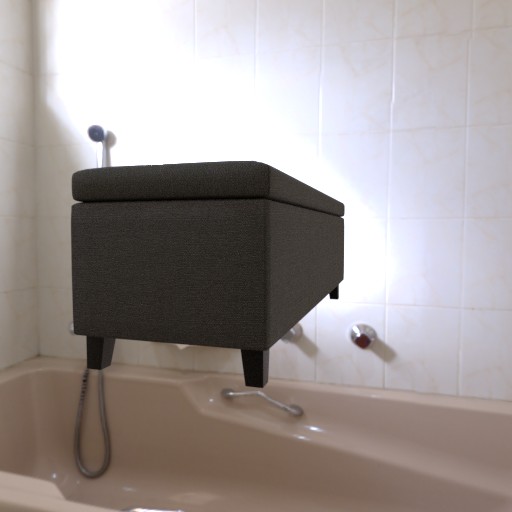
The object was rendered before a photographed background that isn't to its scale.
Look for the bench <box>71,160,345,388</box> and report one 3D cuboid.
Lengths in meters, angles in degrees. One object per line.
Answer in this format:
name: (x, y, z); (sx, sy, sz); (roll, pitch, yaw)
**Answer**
bench: (0.000, 0.000, 1.466); (0.446, 0.438, 1.269); (1, 3, 17)
